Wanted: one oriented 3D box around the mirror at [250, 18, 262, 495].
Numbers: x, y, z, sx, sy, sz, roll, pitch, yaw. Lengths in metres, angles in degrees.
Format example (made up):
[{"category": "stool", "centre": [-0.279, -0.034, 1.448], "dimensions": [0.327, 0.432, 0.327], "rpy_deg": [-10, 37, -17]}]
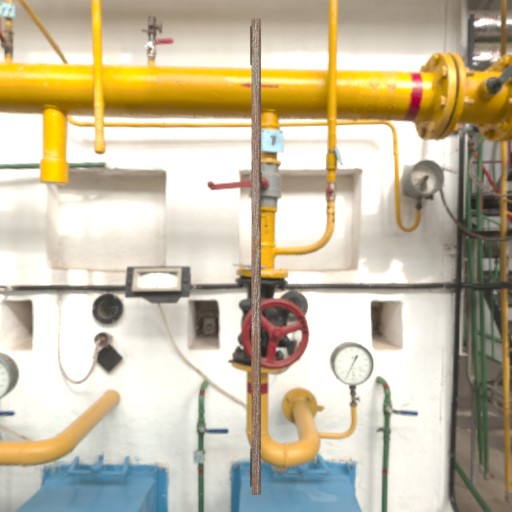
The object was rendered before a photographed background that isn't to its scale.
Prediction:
[{"category": "mirror", "centre": [0.000, 0.000, 1.277], "dimensions": [0.025, 0.996, 0.705], "rpy_deg": [0, 1, 0]}]
